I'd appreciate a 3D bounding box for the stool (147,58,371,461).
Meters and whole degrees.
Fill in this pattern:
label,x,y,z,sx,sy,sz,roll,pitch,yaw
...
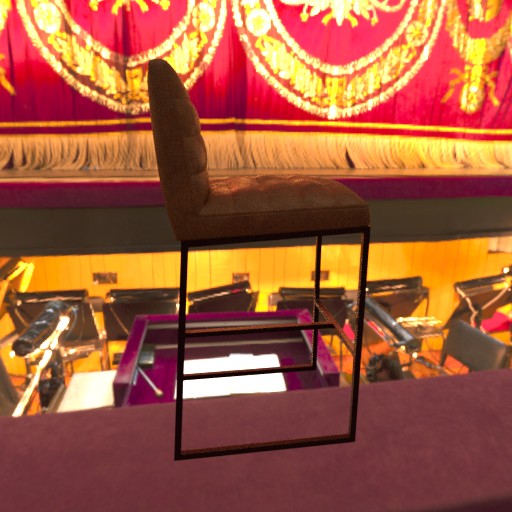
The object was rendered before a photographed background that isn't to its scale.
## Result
label,x,y,z,sx,sy,sz,roll,pitch,yaw
stool,0.000,0.000,1.358,0.562,1.065,0.463,-2,16,-8
